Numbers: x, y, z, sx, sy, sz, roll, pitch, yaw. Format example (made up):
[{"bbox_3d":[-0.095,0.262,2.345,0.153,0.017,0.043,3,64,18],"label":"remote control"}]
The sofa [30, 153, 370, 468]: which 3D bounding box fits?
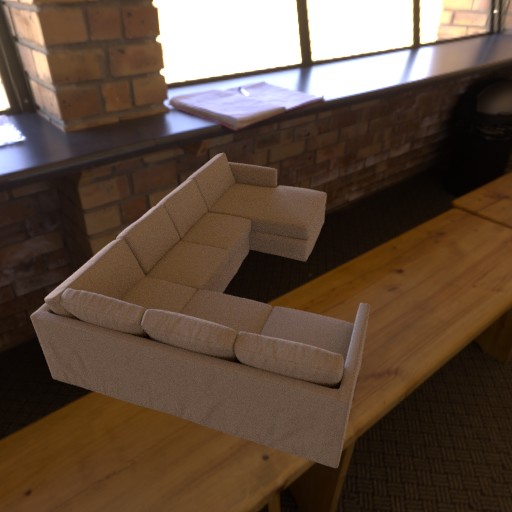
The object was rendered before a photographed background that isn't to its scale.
[{"bbox_3d":[0.000,0.000,4.504,2.427,0.882,3.460,11,35,16],"label":"sofa"}]
